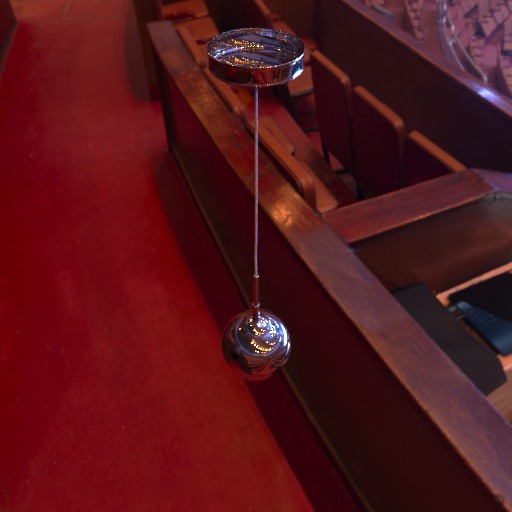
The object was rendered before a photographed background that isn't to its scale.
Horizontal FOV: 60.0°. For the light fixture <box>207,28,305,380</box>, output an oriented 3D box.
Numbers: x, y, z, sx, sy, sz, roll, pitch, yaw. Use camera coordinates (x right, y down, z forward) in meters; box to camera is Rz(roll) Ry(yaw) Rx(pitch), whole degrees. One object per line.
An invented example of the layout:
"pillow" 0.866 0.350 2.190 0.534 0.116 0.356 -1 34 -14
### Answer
"light fixture" 0.000 0.000 1.675 0.336 1.538 0.336 -24 51 -21
